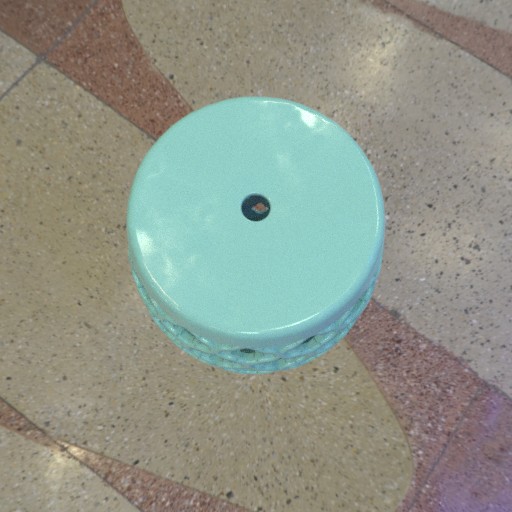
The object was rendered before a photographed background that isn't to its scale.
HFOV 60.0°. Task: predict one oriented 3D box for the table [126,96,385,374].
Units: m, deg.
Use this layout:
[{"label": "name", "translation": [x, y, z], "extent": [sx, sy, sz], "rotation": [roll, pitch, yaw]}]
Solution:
[{"label": "table", "translation": [0.000, 0.000, 0.630], "extent": [0.325, 0.388, 0.325], "rotation": [0, 75, 0]}]
